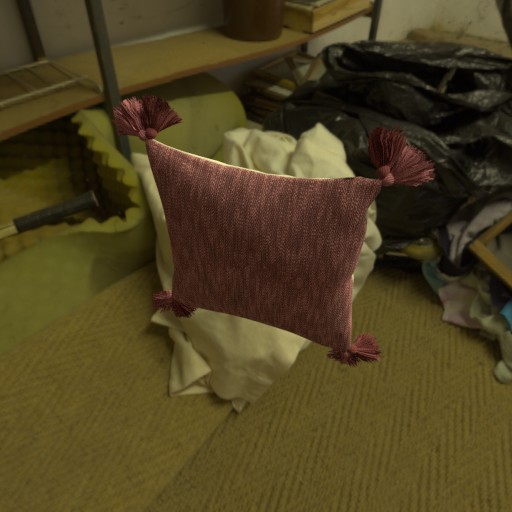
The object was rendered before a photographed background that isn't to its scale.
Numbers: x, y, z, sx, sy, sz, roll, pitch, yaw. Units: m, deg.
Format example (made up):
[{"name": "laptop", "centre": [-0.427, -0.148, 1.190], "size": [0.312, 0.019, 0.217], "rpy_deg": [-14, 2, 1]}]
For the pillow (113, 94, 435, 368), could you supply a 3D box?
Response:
[{"name": "pillow", "centre": [0.000, 0.000, 0.987], "size": [0.641, 0.659, 0.138], "rpy_deg": [14, 43, 15]}]
